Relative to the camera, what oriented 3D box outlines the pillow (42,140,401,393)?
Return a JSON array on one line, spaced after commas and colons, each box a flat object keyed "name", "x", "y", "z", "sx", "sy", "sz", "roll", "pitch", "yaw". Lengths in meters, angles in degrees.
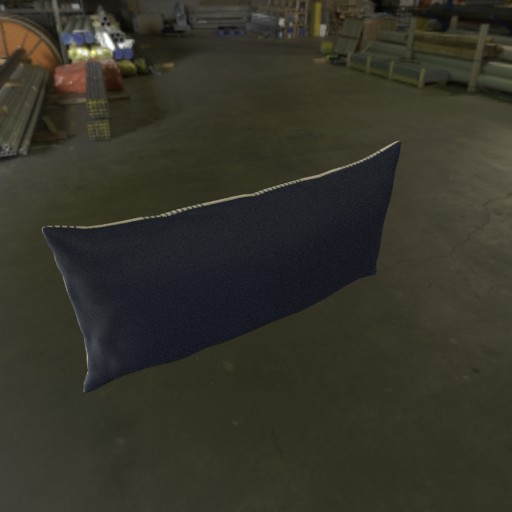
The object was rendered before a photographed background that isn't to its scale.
[{"name": "pillow", "x": 0.000, "y": 0.000, "z": 0.730, "sx": 0.610, "sy": 0.287, "sz": 0.151, "roll": -19, "pitch": 36, "yaw": -27}]
